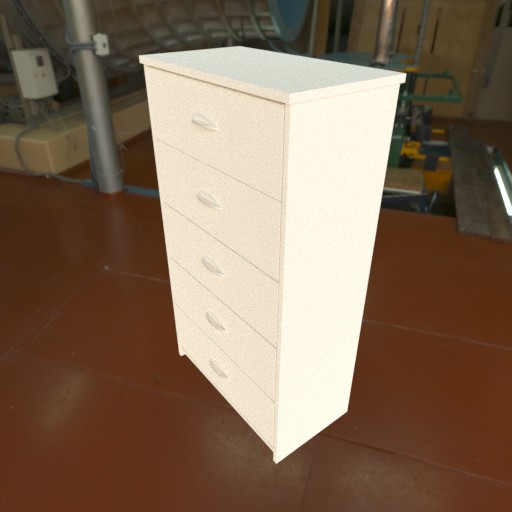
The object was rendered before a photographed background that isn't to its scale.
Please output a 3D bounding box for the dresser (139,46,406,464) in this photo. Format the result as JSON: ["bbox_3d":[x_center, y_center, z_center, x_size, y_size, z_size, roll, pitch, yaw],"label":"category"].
[{"bbox_3d":[0.000,0.000,1.560,0.399,1.255,0.704,-22,38,-31],"label":"dresser"}]
